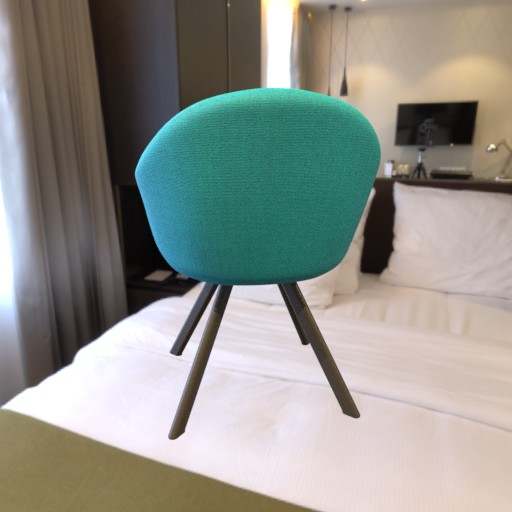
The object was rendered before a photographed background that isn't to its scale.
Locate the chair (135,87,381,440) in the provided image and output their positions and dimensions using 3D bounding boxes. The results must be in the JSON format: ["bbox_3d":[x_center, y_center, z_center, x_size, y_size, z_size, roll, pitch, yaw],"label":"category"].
[{"bbox_3d":[0.000,0.000,1.171,0.590,0.795,0.550,-3,16,-10],"label":"chair"}]
